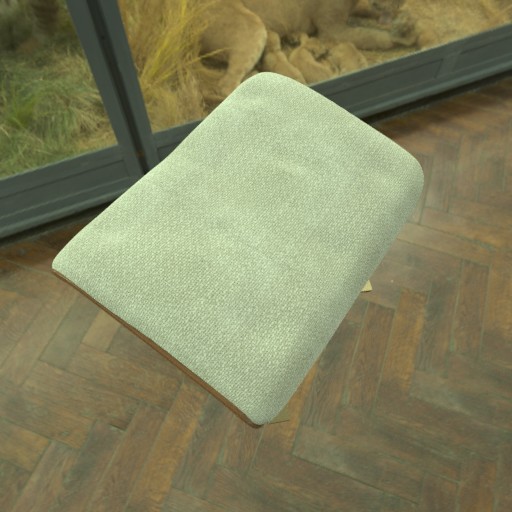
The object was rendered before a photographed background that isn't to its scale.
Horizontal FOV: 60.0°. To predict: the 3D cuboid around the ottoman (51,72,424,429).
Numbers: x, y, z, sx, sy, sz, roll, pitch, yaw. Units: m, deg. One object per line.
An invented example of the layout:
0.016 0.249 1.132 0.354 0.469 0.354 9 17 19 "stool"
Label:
0.000 0.000 0.808 0.394 0.391 0.520 31 64 17 "ottoman"
